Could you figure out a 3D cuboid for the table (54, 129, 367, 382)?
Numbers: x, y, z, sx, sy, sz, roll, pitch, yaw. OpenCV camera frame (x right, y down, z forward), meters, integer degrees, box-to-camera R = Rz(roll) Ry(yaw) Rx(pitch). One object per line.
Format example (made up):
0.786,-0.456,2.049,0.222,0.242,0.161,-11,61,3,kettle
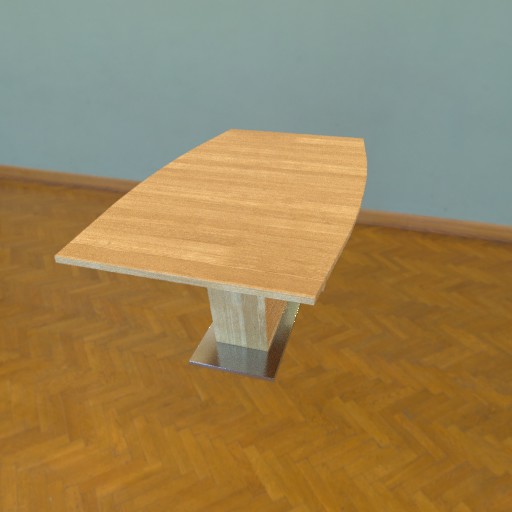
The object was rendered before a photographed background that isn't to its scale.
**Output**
0.000,0.000,2.062,0.900,0.748,1.598,8,31,14,table
